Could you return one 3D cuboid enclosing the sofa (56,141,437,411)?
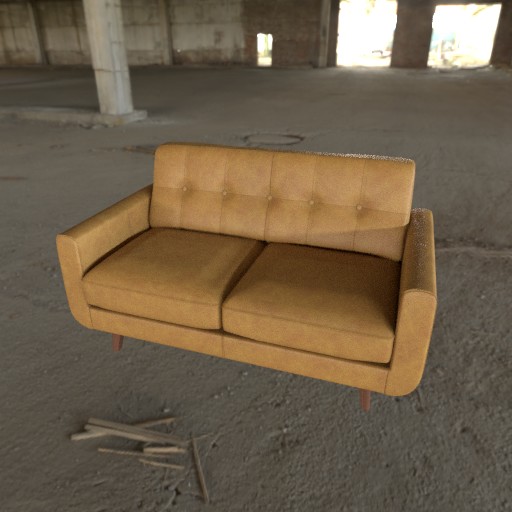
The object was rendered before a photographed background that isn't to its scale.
[{"bbox_3d":[0.000,0.000,2.236,1.651,0.925,0.952,8,27,17],"label":"sofa"}]
